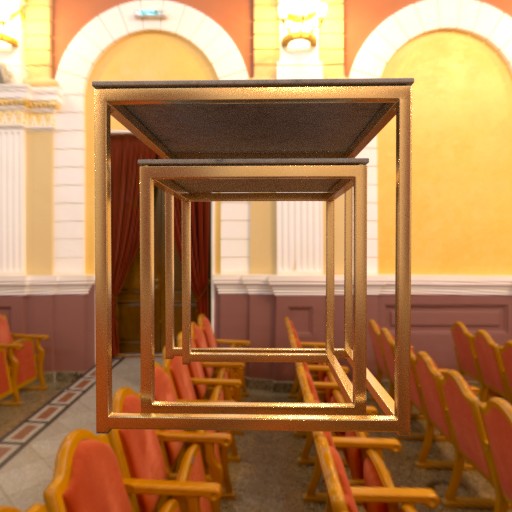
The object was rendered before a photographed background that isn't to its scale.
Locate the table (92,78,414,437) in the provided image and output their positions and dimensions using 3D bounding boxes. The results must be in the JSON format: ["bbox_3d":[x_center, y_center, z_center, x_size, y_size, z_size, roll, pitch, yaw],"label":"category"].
[{"bbox_3d":[0.000,0.000,0.846,0.450,0.500,0.450,0,1,2],"label":"table"}]
